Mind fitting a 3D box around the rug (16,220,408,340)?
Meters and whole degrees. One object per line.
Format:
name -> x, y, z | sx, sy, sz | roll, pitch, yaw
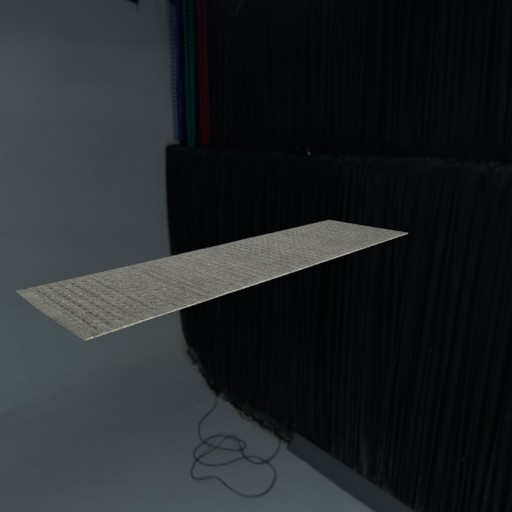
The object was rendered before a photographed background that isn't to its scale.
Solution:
rug -> 0.000, 0.000, 2.642 | 0.706, 0.009, 2.443 | 15, 22, 43
